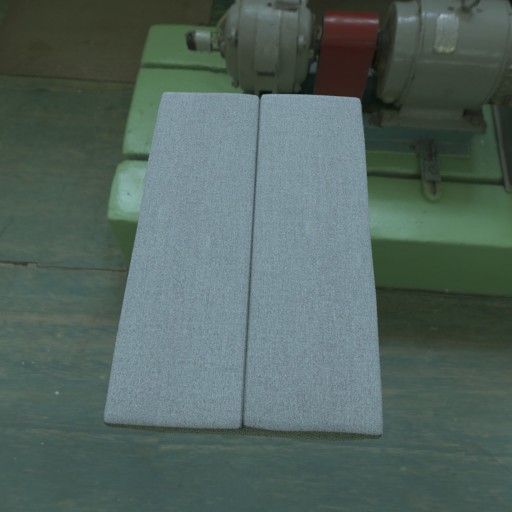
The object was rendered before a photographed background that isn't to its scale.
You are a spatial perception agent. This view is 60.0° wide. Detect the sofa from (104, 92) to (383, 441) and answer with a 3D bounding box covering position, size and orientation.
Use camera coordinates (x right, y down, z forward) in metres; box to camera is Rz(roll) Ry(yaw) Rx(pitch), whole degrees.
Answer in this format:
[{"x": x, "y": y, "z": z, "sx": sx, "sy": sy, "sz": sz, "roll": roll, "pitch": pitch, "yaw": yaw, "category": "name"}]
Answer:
[{"x": 0.000, "y": 0.000, "z": 1.651, "sx": 0.817, "sy": 0.434, "sz": 1.250, "roll": 2, "pitch": 65, "yaw": 1, "category": "sofa"}]
